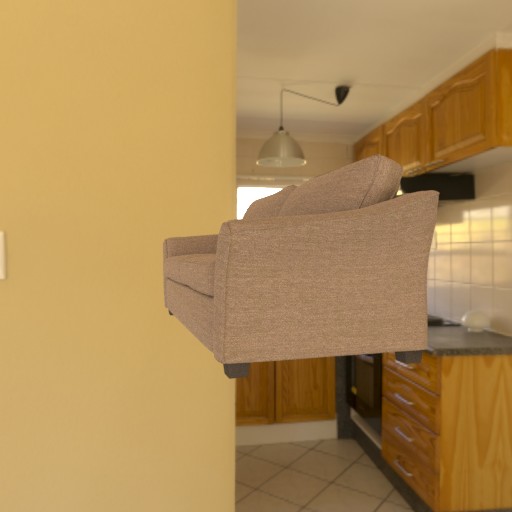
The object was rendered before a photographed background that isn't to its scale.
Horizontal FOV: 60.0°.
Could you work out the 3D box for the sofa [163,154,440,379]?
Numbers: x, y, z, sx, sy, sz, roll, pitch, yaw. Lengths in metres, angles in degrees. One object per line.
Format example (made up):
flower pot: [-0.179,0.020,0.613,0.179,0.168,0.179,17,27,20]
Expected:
sofa: [0.000,0.000,2.828,0.980,0.965,2.270,0,0,-18]
